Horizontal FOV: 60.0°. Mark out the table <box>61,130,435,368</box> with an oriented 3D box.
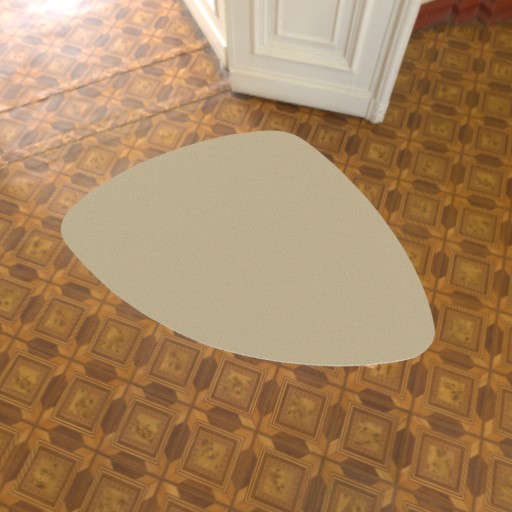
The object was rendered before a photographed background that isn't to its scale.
[{"bbox_3d":[0.000,0.000,1.681,1.250,0.440,0.850,18,65,8],"label":"table"}]
